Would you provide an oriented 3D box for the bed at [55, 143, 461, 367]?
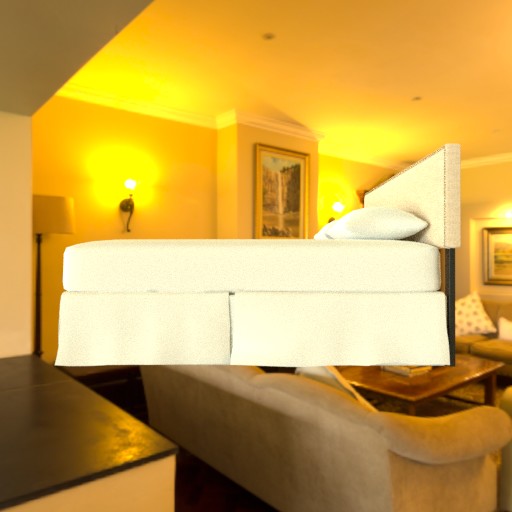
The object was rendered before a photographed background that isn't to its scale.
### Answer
[{"bbox_3d":[0.000,0.000,2.805,1.876,1.016,1.616,0,0,1],"label":"bed"}]
